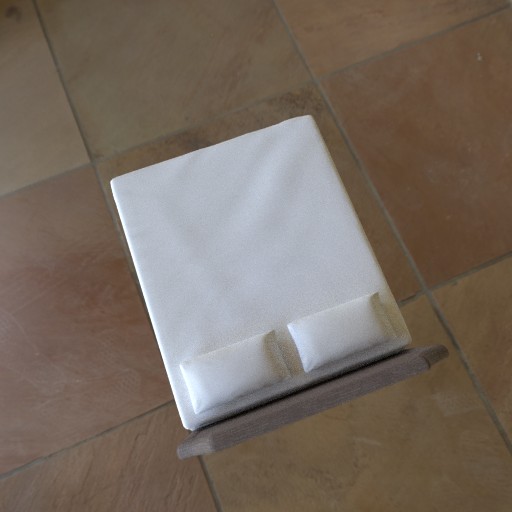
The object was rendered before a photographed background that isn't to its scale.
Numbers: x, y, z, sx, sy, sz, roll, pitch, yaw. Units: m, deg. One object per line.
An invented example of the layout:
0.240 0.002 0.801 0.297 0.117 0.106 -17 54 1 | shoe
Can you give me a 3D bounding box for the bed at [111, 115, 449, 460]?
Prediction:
0.000 0.000 4.127 2.350 1.590 2.773 -19 76 -5 | bed
